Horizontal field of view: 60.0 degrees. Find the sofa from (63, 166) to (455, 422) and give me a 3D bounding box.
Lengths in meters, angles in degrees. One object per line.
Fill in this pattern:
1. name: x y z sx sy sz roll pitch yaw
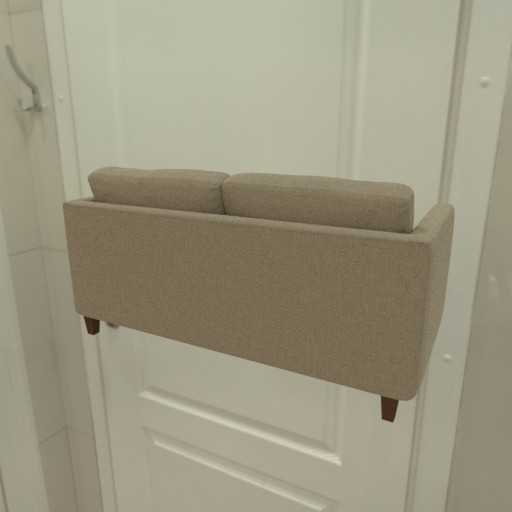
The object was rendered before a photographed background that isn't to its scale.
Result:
1. sofa: 0.000 0.000 2.404 1.884 0.947 0.951 8 18 27
